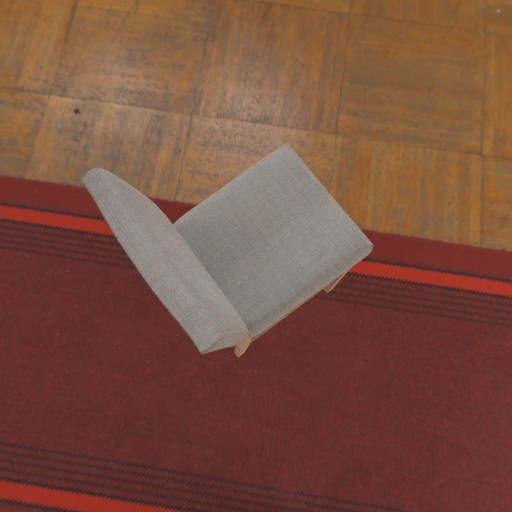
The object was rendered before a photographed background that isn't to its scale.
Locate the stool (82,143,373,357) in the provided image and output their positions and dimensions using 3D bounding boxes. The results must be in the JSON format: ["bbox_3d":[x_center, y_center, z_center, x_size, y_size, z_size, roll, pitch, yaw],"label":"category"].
[{"bbox_3d":[0.000,0.000,1.464,0.585,1.203,0.445,-36,78,-9],"label":"stool"}]
